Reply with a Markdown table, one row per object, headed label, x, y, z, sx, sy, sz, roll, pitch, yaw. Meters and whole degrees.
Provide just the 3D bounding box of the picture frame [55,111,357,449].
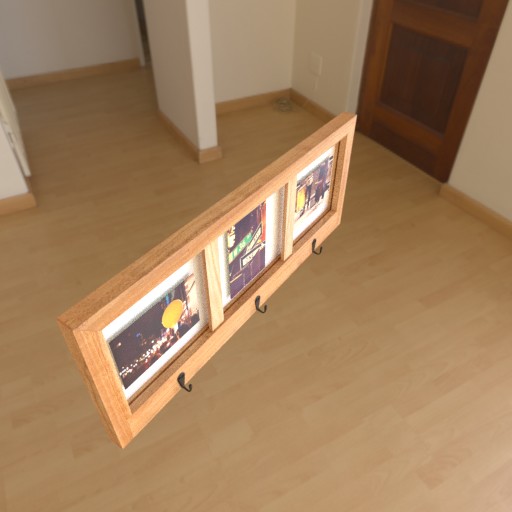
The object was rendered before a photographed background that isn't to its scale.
| label | x | y | z | sx | sy | sz | roll | pitch | yaw |
| --- | --- | --- | --- | --- | --- | --- | --- | --- | --- |
| picture frame | 0.000 | 0.000 | 0.661 | 0.045 | 0.234 | 0.582 | 26 | 47 | 26 |
